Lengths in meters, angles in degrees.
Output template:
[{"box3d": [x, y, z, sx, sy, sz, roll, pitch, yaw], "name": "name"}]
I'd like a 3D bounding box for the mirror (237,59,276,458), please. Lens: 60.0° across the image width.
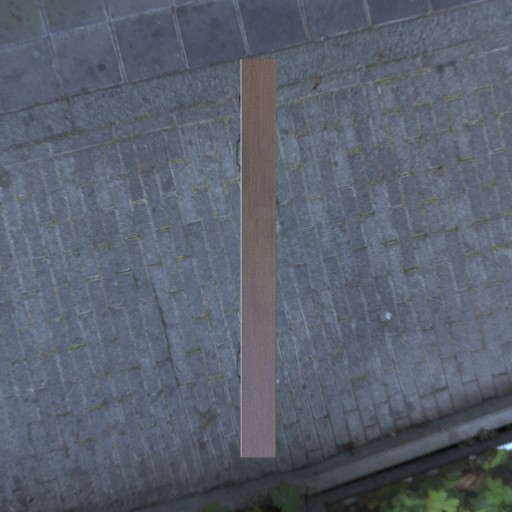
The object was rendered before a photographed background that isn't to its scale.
[{"box3d": [0.000, 0.000, 0.703, 0.041, 0.508, 0.405, 0, 91, 0], "name": "mirror"}]
